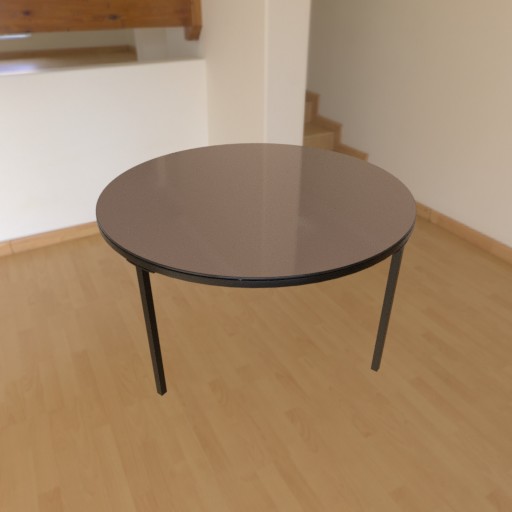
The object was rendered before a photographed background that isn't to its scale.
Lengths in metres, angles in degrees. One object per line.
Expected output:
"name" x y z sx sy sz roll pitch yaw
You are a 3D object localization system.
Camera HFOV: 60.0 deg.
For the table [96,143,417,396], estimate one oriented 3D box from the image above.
"table" 0.000 0.000 1.256 0.800 0.400 0.800 0 32 0
